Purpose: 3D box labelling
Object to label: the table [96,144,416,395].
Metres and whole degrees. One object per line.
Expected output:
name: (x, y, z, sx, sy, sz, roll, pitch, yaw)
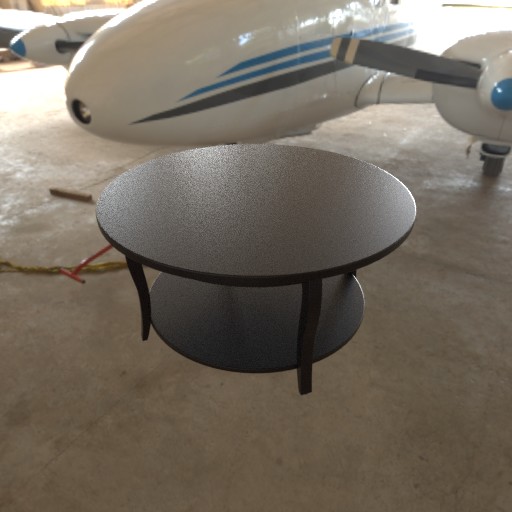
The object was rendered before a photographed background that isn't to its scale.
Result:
table: (0.000, 0.000, 1.440, 0.914, 0.457, 0.914, 0, 31, 0)
